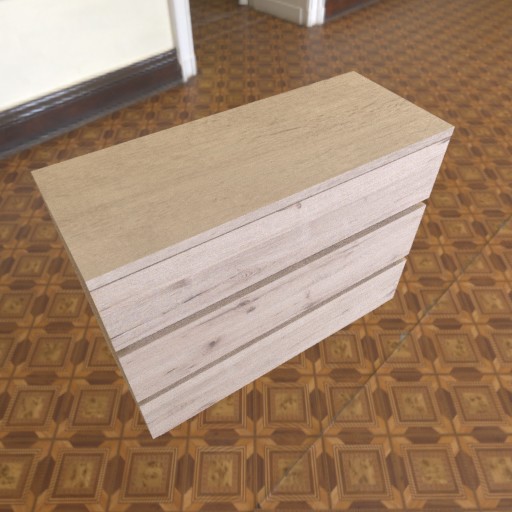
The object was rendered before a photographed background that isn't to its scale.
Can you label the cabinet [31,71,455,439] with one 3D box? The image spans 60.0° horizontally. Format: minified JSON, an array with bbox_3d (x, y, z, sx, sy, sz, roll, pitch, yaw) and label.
[{"bbox_3d":[0.000,0.000,1.452,1.040,0.820,0.420,-25,51,-22],"label":"cabinet"}]
